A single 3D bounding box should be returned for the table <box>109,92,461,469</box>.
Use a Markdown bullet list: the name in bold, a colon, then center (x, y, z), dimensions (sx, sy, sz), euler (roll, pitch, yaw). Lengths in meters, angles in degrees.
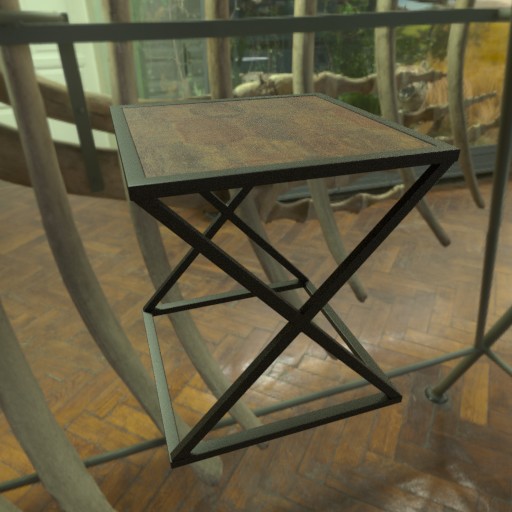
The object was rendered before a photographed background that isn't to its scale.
- **table**: center (0.000, 0.000, 0.960), dimensions (0.500, 0.565, 0.500), euler (-10, 31, -16)
